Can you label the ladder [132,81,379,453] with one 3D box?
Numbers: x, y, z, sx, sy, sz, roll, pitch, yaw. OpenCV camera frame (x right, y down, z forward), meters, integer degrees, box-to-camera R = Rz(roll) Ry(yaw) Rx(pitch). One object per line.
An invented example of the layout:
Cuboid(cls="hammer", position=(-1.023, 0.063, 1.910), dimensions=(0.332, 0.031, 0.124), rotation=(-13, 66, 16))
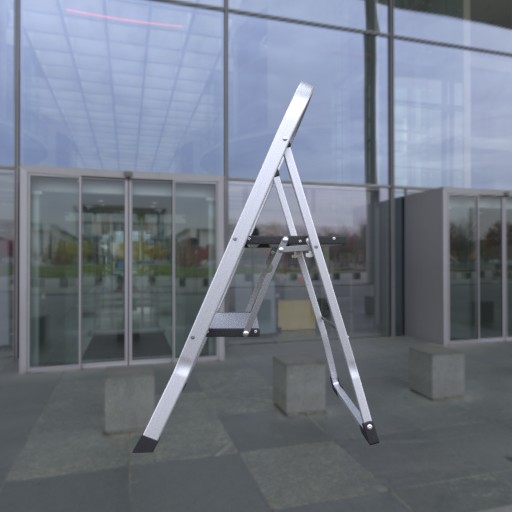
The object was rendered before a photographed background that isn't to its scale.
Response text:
Cuboid(cls="ladder", position=(0.000, 0.000, 1.169), dimensions=(0.530, 0.830, 0.465), rotation=(0, 0, -1))
